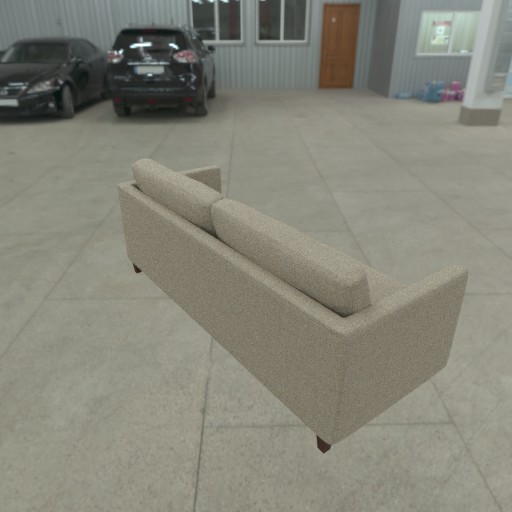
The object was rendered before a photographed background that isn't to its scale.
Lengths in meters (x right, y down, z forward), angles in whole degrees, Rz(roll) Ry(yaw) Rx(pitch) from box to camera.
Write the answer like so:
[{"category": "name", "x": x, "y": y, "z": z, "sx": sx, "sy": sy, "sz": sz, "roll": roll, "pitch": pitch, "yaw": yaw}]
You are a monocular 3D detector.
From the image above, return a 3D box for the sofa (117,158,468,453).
[{"category": "sofa", "x": 0.000, "y": 0.000, "z": 2.962, "sx": 0.951, "sy": 0.965, "sz": 2.434, "roll": -19, "pitch": 32, "yaw": -32}]
